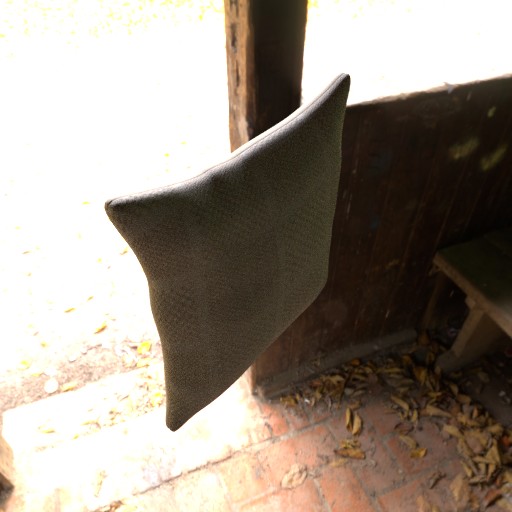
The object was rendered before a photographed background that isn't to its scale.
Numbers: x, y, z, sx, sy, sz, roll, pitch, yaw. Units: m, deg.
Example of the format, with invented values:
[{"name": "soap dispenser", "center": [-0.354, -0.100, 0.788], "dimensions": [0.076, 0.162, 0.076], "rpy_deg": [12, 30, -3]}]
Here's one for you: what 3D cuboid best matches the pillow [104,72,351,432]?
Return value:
[{"name": "pillow", "center": [0.000, 0.000, 0.676], "dimensions": [0.138, 0.432, 0.436], "rpy_deg": [29, 50, 28]}]
